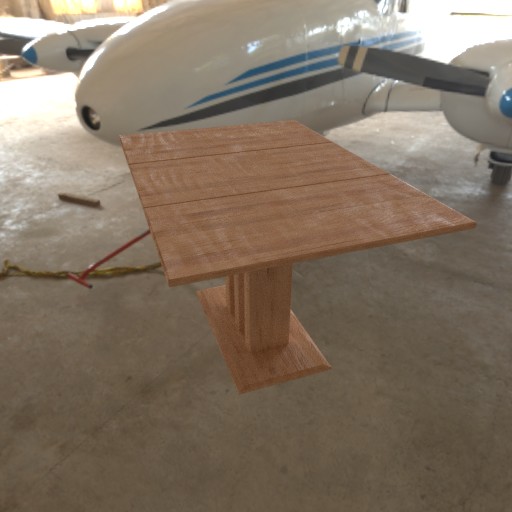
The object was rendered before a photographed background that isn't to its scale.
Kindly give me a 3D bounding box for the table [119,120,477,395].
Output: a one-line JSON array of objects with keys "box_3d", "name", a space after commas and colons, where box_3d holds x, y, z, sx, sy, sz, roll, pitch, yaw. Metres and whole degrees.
[{"box_3d": [0.000, 0.000, 1.880, 0.900, 0.770, 1.300, -10, 32, -17], "name": "table"}]
